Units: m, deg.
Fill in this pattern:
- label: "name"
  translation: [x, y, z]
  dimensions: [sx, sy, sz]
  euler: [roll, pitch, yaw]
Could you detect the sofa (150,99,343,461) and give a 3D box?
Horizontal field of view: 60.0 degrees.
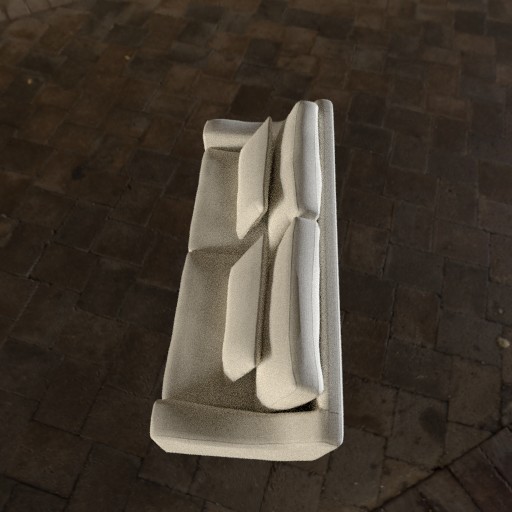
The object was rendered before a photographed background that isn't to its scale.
- label: "sofa"
  translation: [0.000, 0.000, 3.045]
  dimensions: [1.009, 1.022, 2.470]
  euler: [3, 59, 2]
